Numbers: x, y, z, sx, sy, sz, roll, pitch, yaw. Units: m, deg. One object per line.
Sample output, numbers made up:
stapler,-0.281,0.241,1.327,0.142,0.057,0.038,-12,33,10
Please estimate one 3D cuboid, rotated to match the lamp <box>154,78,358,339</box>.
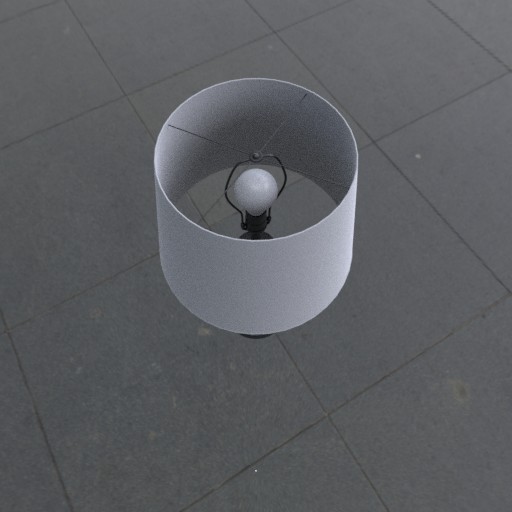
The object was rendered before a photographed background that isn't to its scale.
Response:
lamp,0.000,0.000,0.817,0.331,0.594,0.331,0,64,0
